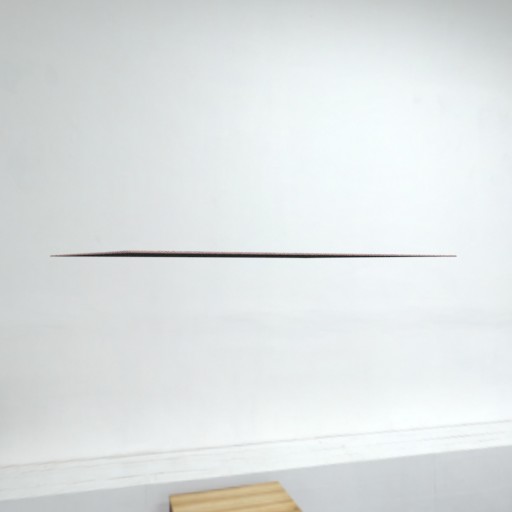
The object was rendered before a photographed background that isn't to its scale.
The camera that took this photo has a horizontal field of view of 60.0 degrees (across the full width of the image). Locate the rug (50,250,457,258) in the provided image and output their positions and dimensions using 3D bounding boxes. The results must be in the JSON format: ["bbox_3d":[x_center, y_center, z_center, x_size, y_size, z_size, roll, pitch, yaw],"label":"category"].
[{"bbox_3d":[0.000,0.000,2.385,1.829,0.009,1.219,1,-1,-35],"label":"rug"}]
